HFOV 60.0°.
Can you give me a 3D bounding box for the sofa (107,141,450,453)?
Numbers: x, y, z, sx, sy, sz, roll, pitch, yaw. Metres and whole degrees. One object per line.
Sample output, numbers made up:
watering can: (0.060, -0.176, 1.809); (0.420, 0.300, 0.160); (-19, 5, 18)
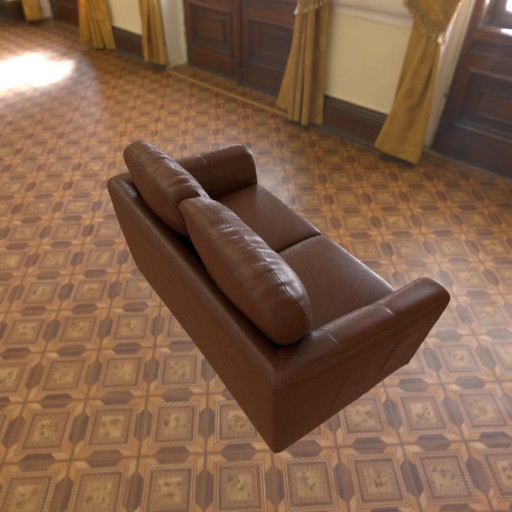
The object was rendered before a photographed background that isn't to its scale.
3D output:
sofa: (0.000, 0.000, 1.957); (0.805, 0.906, 1.406); (-25, 48, -25)
